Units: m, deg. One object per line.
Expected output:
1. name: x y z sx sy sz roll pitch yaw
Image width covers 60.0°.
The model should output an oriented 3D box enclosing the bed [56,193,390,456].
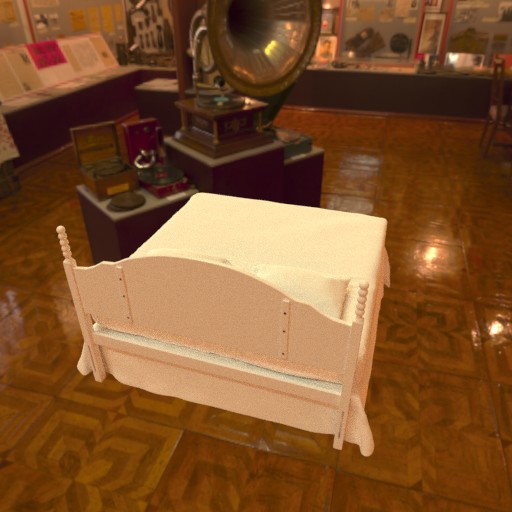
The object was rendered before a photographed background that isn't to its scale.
1. bed: 0.000 0.000 3.719 2.322 1.355 2.219 10 34 15
